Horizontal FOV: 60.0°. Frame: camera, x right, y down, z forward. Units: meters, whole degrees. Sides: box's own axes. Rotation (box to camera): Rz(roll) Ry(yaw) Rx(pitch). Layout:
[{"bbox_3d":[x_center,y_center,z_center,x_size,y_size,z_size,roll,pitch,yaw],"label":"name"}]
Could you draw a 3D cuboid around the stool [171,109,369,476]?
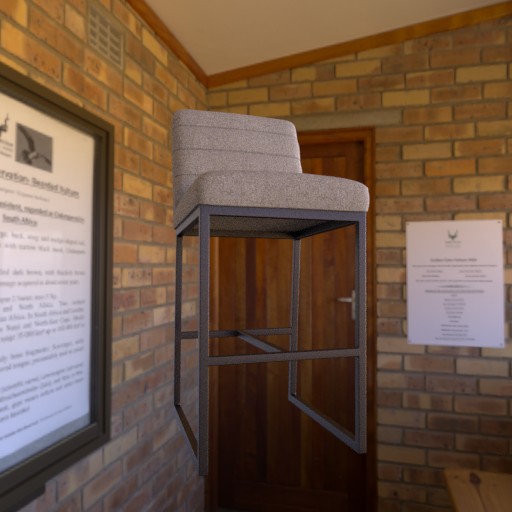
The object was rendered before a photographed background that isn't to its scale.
[{"bbox_3d":[0.000,0.000,1.347,0.459,1.034,0.571,1,-2,-17],"label":"stool"}]
